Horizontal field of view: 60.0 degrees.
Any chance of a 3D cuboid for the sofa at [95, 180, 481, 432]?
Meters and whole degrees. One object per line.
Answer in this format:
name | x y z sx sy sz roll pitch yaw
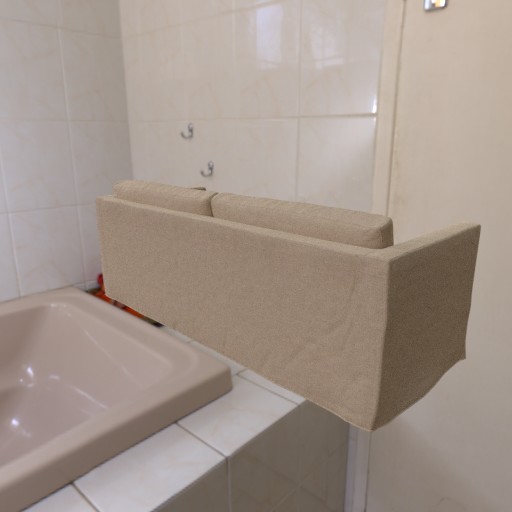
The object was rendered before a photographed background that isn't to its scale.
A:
sofa | 0.000 0.000 2.738 2.312 0.853 0.962 15 21 43
